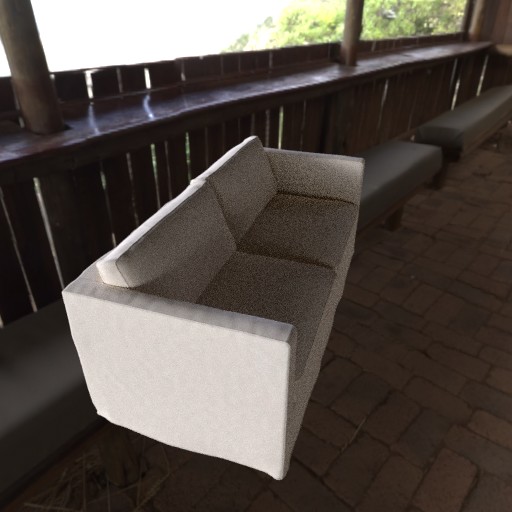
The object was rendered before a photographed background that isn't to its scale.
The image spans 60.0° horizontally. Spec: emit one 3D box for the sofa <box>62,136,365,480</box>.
[{"bbox_3d":[0.000,0.000,2.510,0.940,0.870,1.987,10,33,16],"label":"sofa"}]
